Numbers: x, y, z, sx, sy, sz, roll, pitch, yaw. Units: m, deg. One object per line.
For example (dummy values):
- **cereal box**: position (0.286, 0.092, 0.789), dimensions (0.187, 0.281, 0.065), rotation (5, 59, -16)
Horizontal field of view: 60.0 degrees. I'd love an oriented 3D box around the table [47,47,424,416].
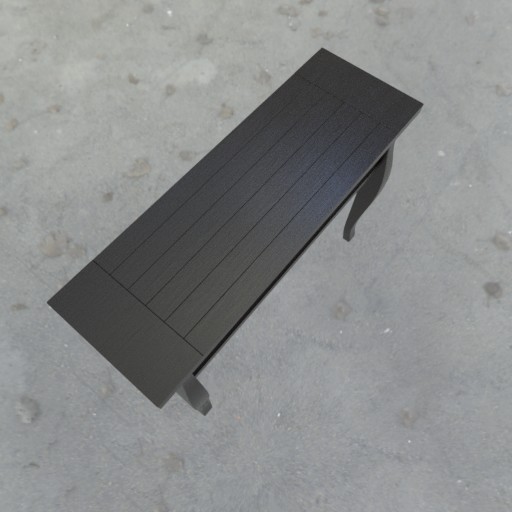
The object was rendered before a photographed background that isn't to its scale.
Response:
- **table**: position (0.000, 0.000, 1.478), dimensions (0.373, 0.768, 1.062), rotation (37, 70, 16)
